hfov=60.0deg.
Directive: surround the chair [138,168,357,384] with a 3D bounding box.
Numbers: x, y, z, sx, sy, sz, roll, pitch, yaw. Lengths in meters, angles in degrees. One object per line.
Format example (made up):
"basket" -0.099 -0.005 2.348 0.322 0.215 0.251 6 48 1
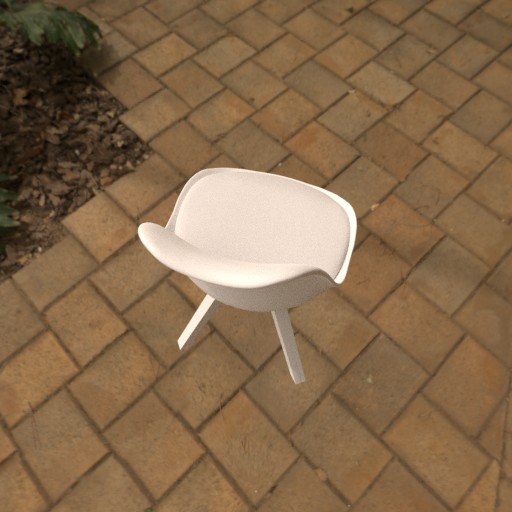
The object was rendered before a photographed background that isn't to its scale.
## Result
"chair" 0.000 0.000 1.197 0.485 0.850 0.550 15 63 8
